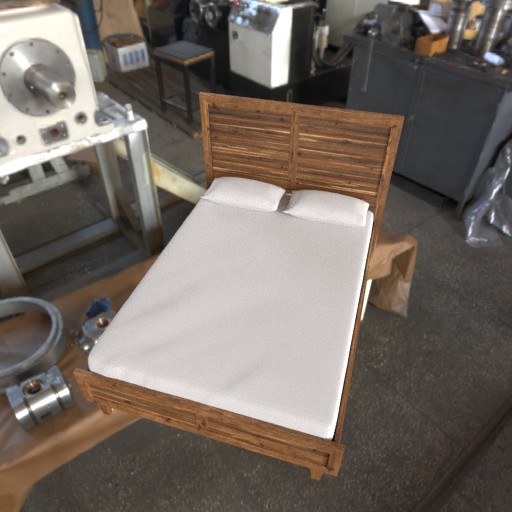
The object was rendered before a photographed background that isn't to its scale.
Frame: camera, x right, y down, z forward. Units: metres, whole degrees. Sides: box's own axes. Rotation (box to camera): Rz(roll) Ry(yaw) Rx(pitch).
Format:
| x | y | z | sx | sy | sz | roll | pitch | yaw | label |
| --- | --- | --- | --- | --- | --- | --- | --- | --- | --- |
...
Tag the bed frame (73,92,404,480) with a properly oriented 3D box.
| x | y | z | sx | sy | sz | roll | pitch | yaw | label |
| --- | --- | --- | --- | --- | --- | --- | --- | --- | --- |
| 0.000 | 0.000 | 3.251 | 1.696 | 1.417 | 2.276 | 11 | 42 | 13 | bed frame |
